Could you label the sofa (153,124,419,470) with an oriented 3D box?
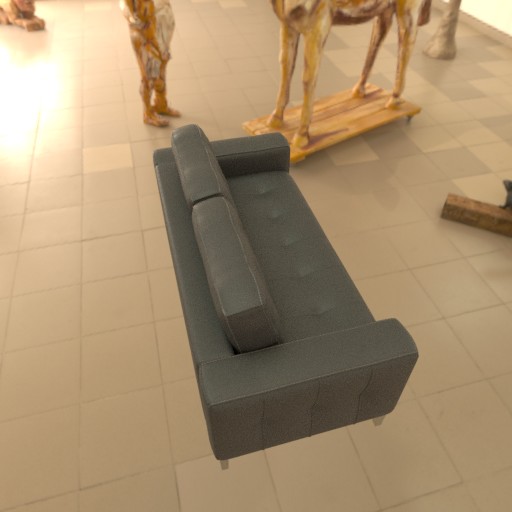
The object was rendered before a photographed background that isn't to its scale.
[{"bbox_3d":[0.000,0.000,2.276,0.833,0.893,1.726,-11,46,-11],"label":"sofa"}]
